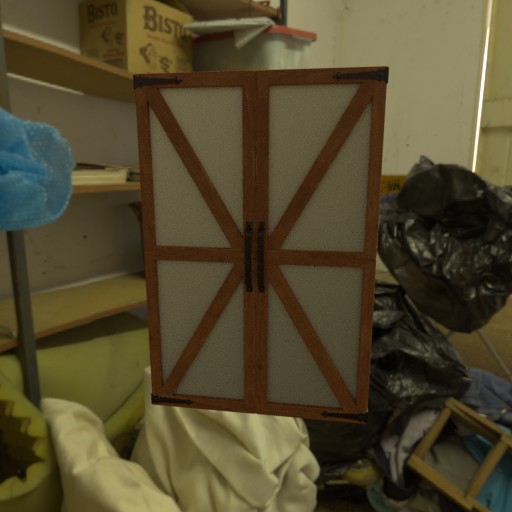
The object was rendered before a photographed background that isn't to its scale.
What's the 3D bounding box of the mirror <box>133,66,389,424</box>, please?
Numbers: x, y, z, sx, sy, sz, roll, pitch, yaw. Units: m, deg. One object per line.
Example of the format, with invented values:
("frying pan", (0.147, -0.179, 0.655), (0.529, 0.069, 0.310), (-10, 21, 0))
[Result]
("mirror", (0.000, 0.000, 0.972), (0.517, 0.761, 0.053), (2, 13, 9))
